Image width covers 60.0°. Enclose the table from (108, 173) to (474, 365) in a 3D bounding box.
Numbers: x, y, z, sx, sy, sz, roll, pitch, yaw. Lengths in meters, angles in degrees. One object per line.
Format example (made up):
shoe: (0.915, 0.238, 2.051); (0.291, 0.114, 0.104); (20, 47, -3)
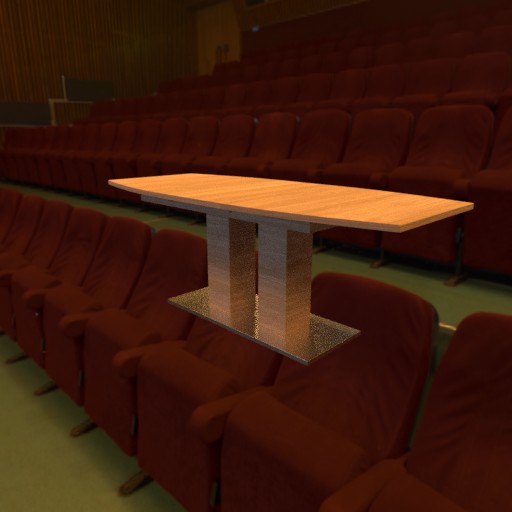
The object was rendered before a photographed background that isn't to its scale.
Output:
table: (0.000, 0.000, 2.507); (2.032, 0.750, 0.900); (15, 22, 43)
